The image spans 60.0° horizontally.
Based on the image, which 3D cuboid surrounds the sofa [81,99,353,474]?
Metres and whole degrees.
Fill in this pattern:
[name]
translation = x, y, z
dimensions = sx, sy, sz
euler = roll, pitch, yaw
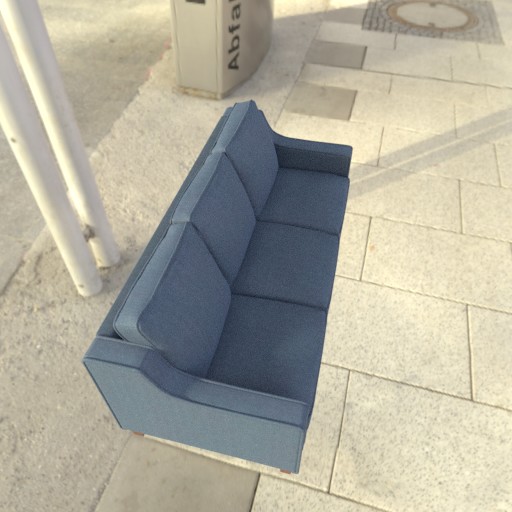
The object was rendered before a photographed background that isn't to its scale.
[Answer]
[sofa]
translation = 0.000, 0.000, 2.526
dimensions = 0.911, 0.974, 1.986
euler = 10, 48, 9
